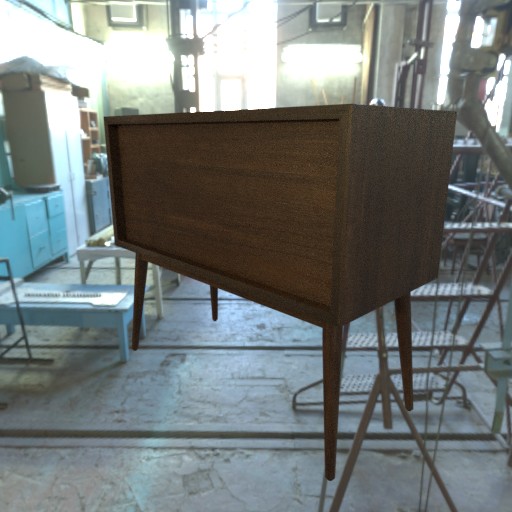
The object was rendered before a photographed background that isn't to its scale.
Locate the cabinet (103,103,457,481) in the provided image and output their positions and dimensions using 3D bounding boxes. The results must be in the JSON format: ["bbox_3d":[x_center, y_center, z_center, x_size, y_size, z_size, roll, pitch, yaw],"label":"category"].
[{"bbox_3d":[0.000,0.000,1.074,0.354,0.654,0.743,-15,21,-42],"label":"cabinet"}]
